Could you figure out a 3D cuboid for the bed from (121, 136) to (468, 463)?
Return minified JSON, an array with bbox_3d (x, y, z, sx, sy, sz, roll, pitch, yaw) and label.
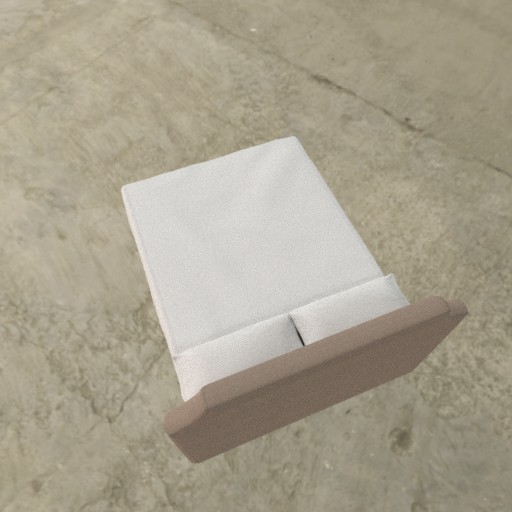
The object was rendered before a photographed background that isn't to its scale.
[{"bbox_3d":[0.000,0.000,3.270,1.828,1.303,2.164,-19,60,-11],"label":"bed"}]
